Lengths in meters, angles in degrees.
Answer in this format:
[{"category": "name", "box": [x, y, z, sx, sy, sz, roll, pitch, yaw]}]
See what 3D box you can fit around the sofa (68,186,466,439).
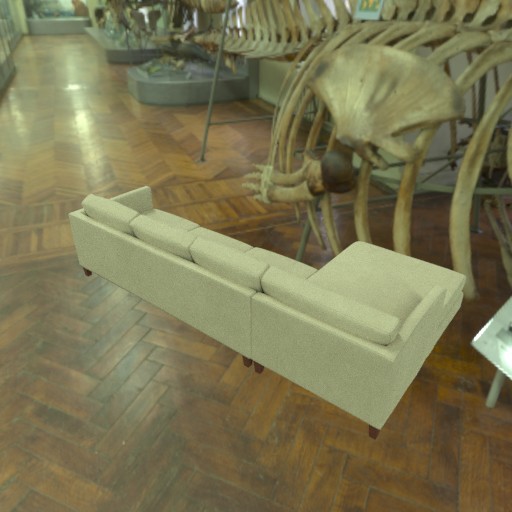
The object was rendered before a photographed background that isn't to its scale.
[{"category": "sofa", "box": [0.000, 0.000, 3.938, 3.186, 0.846, 1.625, 21, 36, 32]}]
